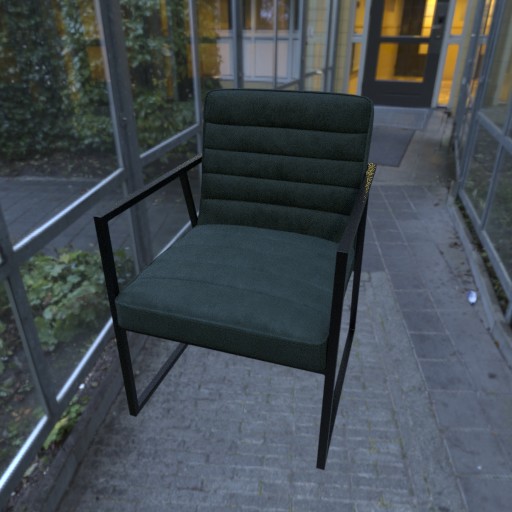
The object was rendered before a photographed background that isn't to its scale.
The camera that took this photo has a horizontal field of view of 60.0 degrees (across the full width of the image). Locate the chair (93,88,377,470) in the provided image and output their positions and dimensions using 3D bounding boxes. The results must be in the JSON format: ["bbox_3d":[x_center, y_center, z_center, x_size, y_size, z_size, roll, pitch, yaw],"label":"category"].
[{"bbox_3d":[0.000,0.000,1.267,0.571,0.833,0.677,9,29,16],"label":"chair"}]
